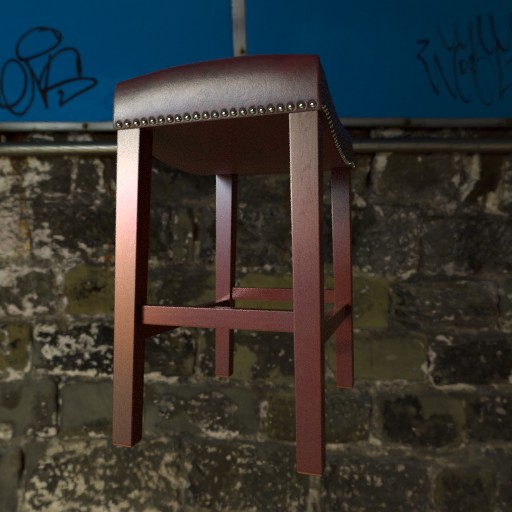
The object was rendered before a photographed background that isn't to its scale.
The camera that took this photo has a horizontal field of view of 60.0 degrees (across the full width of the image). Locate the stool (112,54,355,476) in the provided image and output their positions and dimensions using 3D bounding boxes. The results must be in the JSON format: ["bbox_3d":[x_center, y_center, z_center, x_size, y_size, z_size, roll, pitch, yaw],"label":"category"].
[{"bbox_3d":[0.000,0.000,0.947,0.372,0.657,0.504,0,0,18],"label":"stool"}]
